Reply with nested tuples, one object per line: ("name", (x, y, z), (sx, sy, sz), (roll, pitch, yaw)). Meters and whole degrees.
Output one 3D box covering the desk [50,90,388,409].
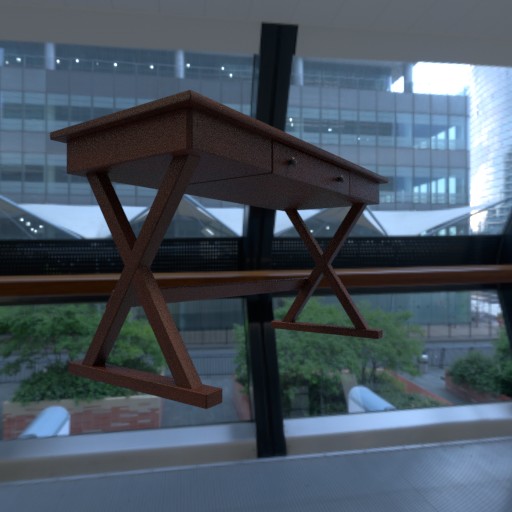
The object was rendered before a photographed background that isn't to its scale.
("desk", (0.000, 0.000, 1.760), (0.600, 0.761, 1.372), (0, -1, 35))
